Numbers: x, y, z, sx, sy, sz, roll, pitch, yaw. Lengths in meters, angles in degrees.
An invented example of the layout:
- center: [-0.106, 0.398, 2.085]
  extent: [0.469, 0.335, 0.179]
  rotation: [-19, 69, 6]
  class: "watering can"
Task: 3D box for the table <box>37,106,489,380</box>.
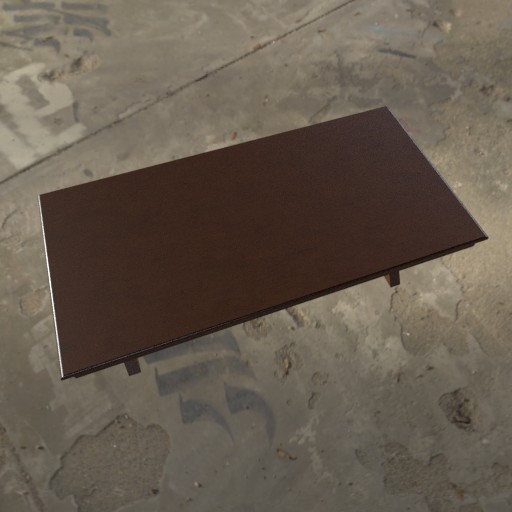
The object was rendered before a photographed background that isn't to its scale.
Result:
- center: [0.000, 0.000, 1.492]
  extent: [1.197, 0.459, 0.594]
  rotation: [-17, 60, -10]
  class: "table"
